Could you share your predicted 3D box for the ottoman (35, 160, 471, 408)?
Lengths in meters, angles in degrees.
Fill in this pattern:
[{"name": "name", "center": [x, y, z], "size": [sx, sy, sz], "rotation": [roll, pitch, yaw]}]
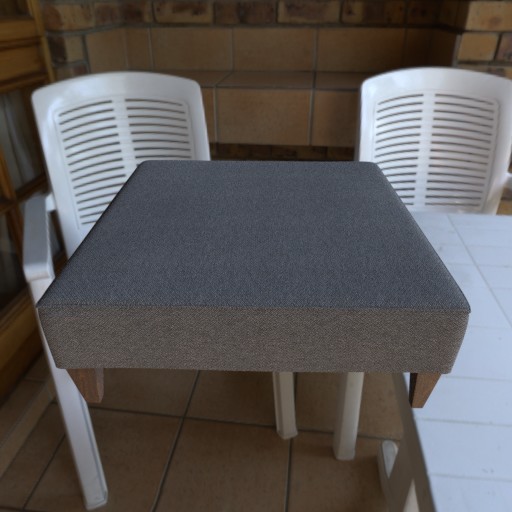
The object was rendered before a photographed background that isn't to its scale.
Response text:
[{"name": "ottoman", "center": [0.000, 0.000, 1.456], "size": [0.970, 0.378, 0.981], "rotation": [1, 31, 1]}]
